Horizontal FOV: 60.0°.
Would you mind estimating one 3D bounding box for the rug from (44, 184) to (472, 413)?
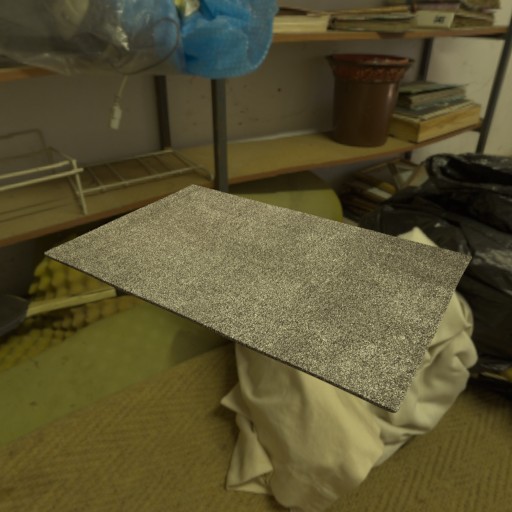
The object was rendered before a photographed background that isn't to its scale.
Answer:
[{"bbox_3d":[0.000,0.000,2.881,2.352,0.025,1.501,18,35,28],"label":"rug"}]
